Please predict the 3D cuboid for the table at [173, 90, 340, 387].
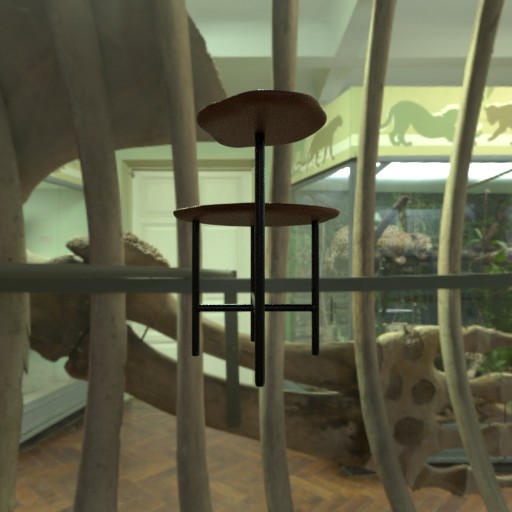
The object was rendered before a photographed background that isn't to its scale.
[{"bbox_3d":[0.000,0.000,1.103,0.442,0.538,0.759,0,-1,-1],"label":"table"}]
